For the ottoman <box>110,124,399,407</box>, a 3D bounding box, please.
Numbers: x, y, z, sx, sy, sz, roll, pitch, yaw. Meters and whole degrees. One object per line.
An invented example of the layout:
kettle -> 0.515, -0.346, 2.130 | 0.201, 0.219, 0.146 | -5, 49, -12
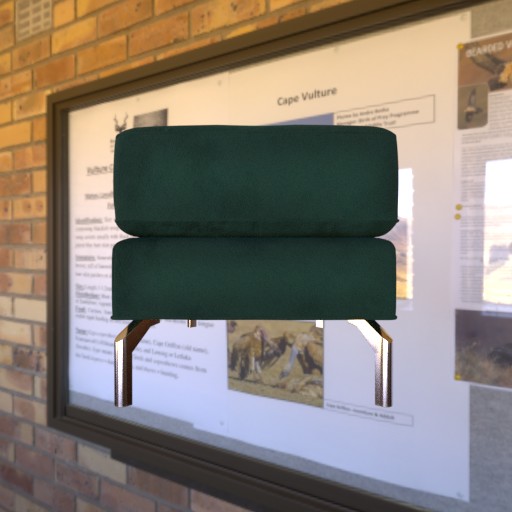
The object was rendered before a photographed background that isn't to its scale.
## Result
ottoman -> 0.000, 0.000, 1.223 | 0.536, 0.533, 0.886 | 0, 0, 0
